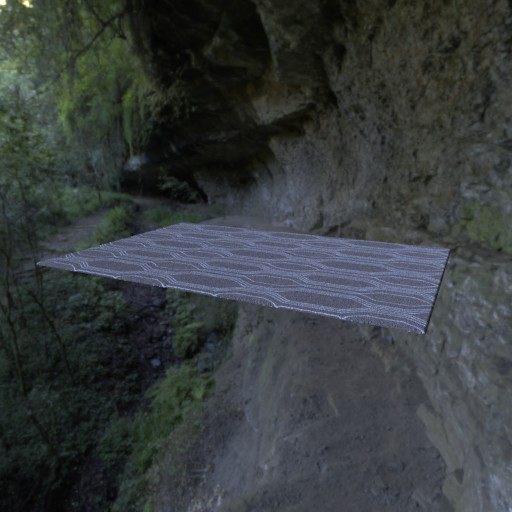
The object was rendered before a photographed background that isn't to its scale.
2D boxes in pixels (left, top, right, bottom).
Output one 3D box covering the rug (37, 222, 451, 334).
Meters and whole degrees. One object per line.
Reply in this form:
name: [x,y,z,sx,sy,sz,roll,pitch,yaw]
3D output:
rug: [0.000,0.000,2.351,1.836,0.012,1.239,7,17,26]
